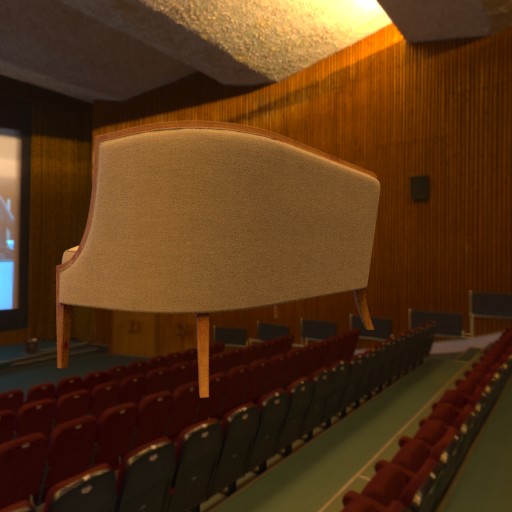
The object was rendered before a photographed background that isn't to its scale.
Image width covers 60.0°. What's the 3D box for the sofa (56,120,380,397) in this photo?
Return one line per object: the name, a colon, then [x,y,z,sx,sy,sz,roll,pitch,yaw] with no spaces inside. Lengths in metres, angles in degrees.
sofa: [0.000,0.000,1.940,0.770,0.775,1.474,0,1,35]
